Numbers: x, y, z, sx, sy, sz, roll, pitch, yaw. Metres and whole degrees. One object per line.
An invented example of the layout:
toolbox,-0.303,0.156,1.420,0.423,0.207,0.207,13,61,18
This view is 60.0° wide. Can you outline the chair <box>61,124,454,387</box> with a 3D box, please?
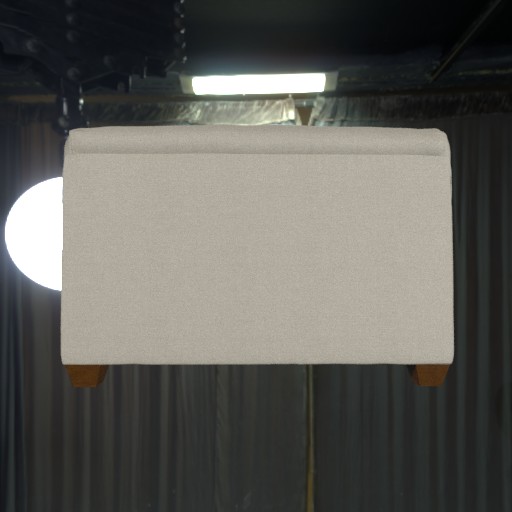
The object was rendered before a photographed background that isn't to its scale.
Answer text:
chair,0.000,0.000,2.023,1.383,0.948,1.000,0,-2,-1
